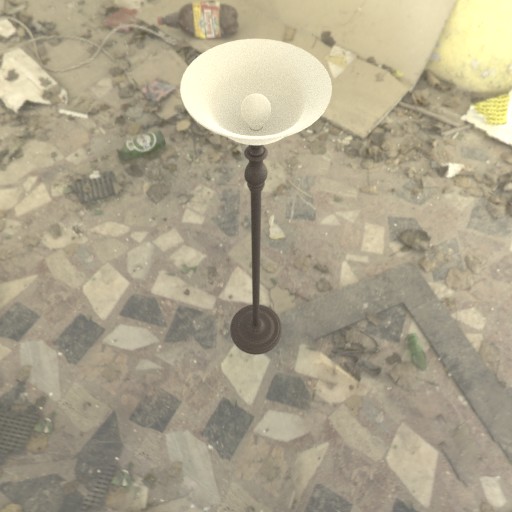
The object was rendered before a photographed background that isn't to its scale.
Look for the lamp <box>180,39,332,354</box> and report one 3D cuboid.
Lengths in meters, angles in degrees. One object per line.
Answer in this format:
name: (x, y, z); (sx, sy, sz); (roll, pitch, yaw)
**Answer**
lamp: (0.000, 0.000, 1.959); (0.405, 1.797, 0.405); (-29, 64, -16)
